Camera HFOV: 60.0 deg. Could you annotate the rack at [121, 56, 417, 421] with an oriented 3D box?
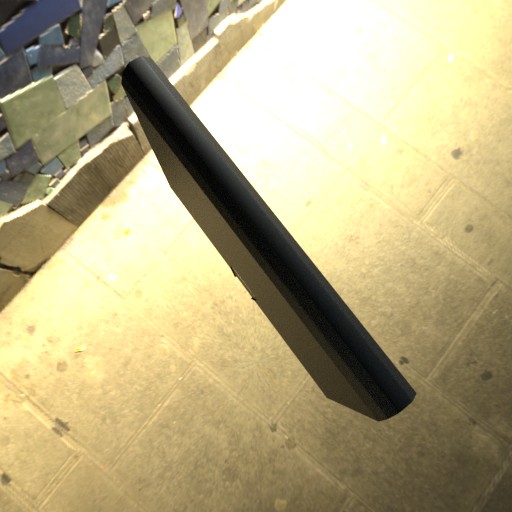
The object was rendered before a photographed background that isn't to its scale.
[{"bbox_3d":[0.000,0.000,0.441,0.041,0.241,0.330,-36,79,-8],"label":"rack"}]
